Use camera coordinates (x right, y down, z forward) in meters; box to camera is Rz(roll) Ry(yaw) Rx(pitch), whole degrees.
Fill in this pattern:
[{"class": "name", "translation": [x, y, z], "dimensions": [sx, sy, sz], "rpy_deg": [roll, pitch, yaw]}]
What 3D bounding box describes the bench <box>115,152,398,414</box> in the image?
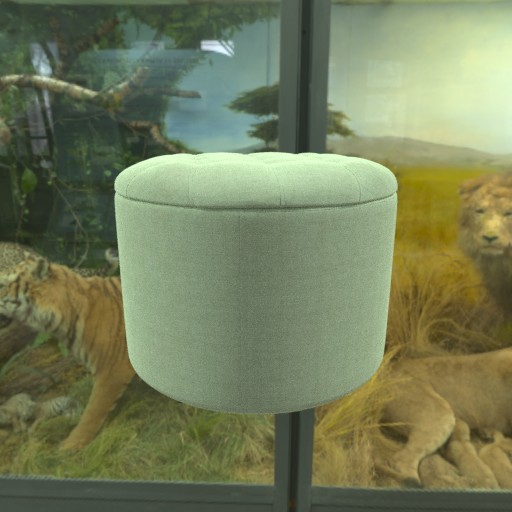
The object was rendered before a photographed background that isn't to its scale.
[{"class": "bench", "translation": [0.000, 0.000, 1.020], "dimensions": [0.600, 0.453, 0.600], "rpy_deg": [0, 16, 0]}]
